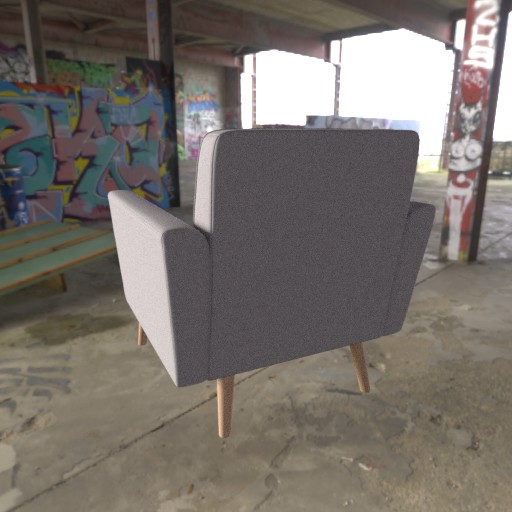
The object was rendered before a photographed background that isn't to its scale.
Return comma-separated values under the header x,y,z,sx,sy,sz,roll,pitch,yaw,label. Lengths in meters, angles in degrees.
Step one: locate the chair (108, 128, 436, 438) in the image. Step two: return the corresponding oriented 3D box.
x,y,z,sx,sy,sz,roll,pitch,yaw,label
0.000,0.000,1.412,0.780,0.780,0.750,-8,17,-25,chair
